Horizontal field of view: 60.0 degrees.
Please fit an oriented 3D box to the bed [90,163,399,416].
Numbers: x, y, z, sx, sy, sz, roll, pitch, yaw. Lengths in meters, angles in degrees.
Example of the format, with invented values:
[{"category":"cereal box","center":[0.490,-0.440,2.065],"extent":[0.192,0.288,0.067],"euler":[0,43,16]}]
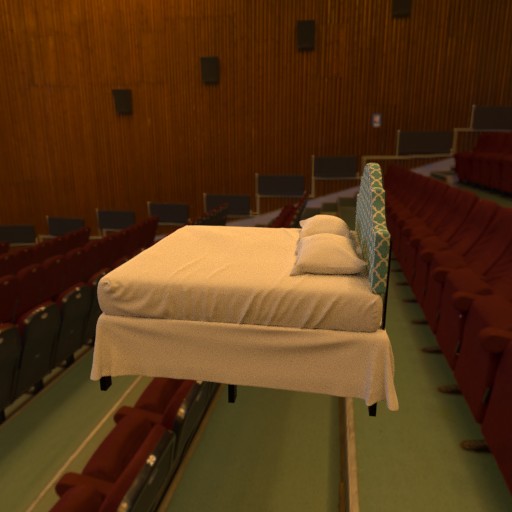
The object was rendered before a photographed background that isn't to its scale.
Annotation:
[{"category":"bed","center":[0.000,0.000,3.860],"extent":[2.222,1.601,2.314],"euler":[2,15,9]}]
